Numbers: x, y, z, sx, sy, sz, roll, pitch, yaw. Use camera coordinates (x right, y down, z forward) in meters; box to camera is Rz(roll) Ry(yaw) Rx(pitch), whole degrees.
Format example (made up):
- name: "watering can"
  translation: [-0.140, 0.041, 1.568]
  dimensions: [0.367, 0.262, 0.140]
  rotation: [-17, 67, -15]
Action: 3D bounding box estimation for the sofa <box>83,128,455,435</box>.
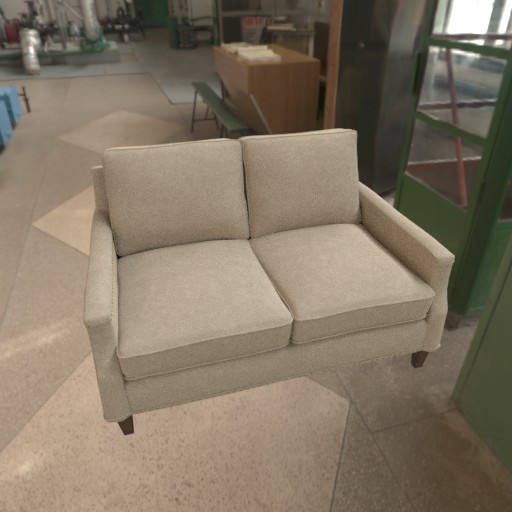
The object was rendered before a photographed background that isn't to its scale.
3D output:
- name: "sofa"
  translation: [0.000, 0.000, 2.235]
  dimensions: [1.597, 1.002, 1.084]
  rotation: [-9, 33, -13]
